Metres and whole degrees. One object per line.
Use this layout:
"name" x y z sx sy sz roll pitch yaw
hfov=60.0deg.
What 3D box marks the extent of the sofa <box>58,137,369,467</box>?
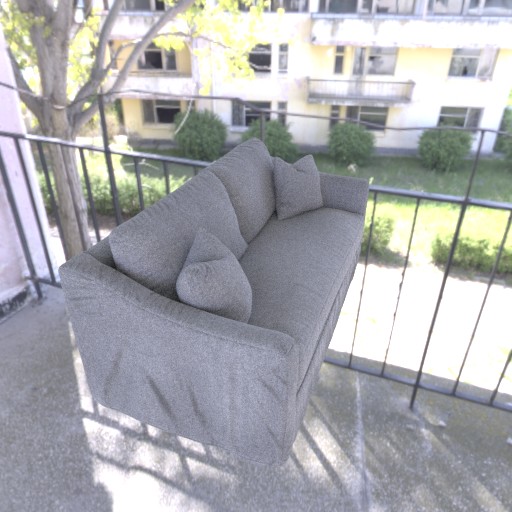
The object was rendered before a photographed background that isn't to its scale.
"sofa" 0.000 0.000 2.680 1.072 1.018 2.010 11 32 18
